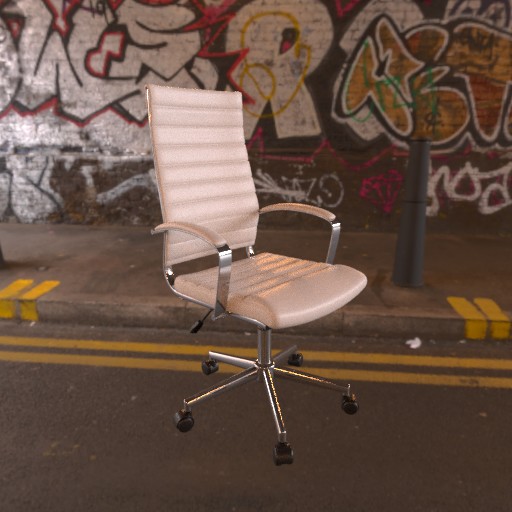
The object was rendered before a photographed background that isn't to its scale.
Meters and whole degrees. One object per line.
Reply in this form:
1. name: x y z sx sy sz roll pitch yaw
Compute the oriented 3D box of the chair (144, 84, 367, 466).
1. chair: 0.000 0.000 1.563 0.679 1.149 0.679 15 21 42
